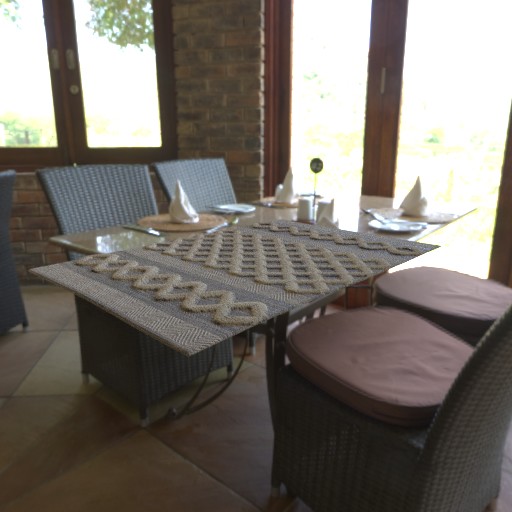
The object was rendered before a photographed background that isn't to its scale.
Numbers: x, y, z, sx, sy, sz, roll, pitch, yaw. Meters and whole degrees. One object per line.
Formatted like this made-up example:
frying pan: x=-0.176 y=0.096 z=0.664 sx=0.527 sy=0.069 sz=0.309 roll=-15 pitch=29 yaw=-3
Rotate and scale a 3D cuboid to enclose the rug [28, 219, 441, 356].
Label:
rug: x=0.000 y=0.000 z=2.306 sx=1.222 sy=0.030 sz=1.823 roll=14 pitch=20 yaw=42
